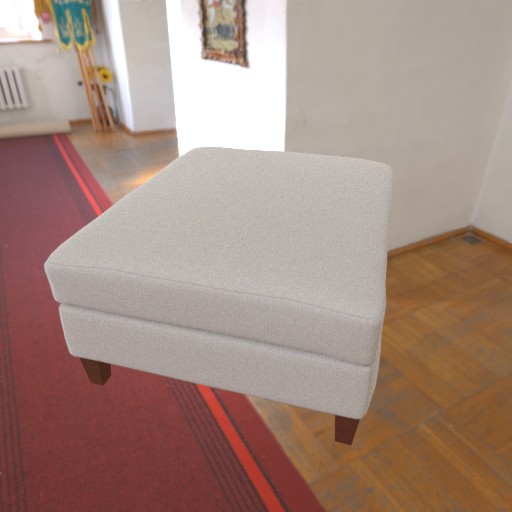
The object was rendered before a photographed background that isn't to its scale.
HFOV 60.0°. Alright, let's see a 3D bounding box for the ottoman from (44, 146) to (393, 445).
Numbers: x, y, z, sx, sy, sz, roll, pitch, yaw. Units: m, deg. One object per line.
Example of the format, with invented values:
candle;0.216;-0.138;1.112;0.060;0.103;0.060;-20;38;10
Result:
ottoman;0.000;0.000;1.471;0.836;0.492;0.976;8;32;14
